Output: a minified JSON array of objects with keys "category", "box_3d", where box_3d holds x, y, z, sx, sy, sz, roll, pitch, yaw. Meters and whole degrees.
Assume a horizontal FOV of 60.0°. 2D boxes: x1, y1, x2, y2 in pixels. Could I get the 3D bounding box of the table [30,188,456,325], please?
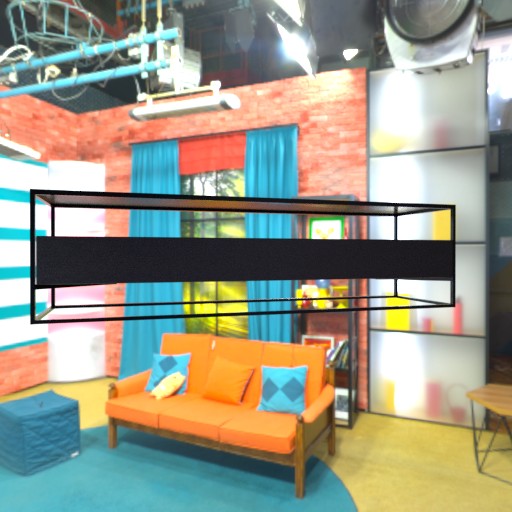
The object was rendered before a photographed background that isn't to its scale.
[{"category":"table","box_3d":[0.000,0.000,1.689,1.486,0.395,0.399,0,0,-16]}]
